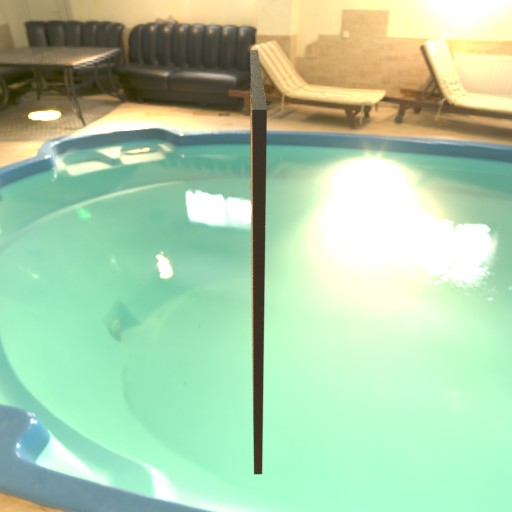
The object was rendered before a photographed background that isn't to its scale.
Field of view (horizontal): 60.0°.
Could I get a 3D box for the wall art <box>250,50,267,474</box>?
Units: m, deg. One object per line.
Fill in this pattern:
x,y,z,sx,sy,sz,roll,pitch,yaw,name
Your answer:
0.000,0.000,0.684,0.013,0.534,0.381,0,32,-1,wall art
